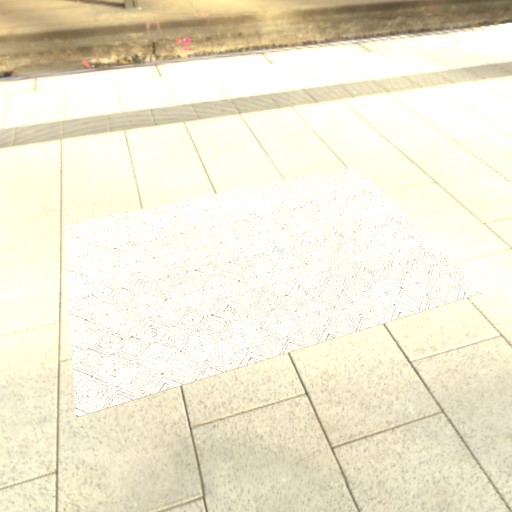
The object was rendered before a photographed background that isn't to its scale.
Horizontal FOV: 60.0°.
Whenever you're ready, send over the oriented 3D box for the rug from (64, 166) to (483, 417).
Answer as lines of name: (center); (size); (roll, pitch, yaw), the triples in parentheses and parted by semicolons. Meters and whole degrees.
rug: (0.000, 0.000, 2.209); (1.783, 0.008, 1.175); (-14, 44, -15)
